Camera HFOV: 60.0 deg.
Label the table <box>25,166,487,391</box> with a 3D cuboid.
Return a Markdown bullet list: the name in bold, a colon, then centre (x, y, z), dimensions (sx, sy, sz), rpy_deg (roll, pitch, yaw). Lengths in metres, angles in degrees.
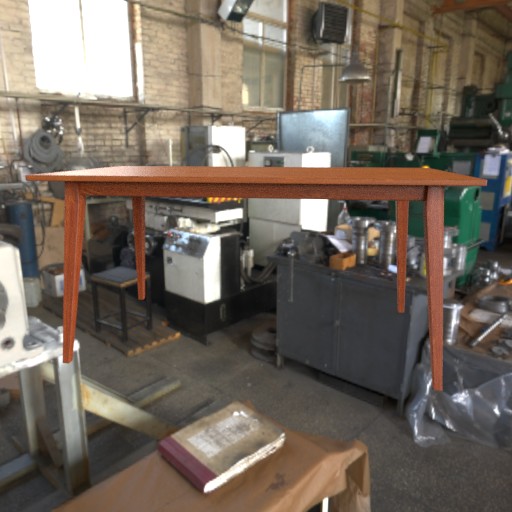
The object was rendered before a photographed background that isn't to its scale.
- **table**: centre (0.000, 0.000, 2.003), dimensions (1.609, 0.755, 0.811), rpy_deg (2, 14, 8)
